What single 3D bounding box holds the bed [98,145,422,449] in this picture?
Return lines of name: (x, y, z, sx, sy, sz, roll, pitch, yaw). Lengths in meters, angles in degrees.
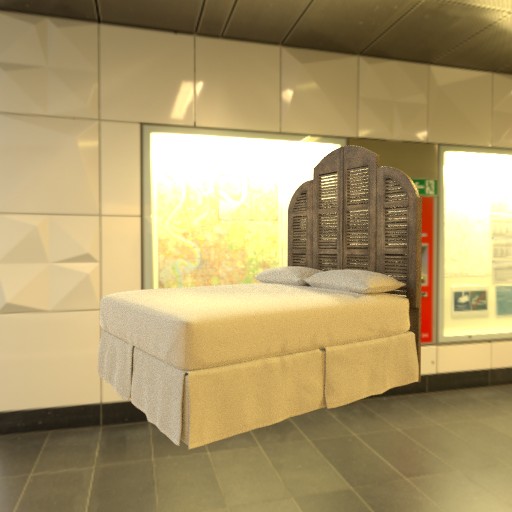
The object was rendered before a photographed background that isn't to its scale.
bed: (0.000, 0.000, 3.589, 2.138, 2.019, 1.713, -1, 1, -35)
